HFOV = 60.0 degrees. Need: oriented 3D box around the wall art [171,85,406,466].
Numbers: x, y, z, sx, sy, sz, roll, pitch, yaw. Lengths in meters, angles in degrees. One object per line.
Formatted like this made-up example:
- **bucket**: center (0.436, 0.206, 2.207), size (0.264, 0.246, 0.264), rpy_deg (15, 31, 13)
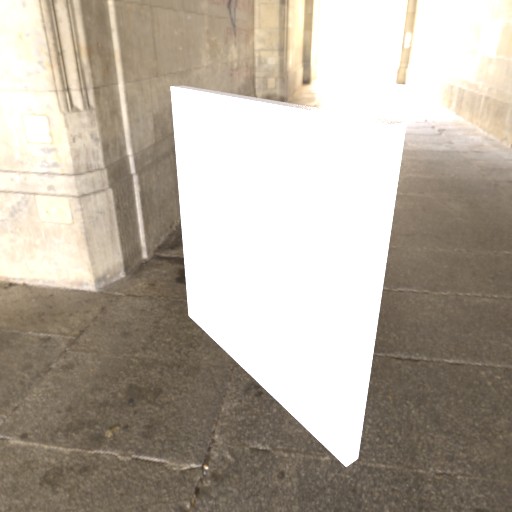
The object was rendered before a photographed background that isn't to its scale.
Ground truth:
- **wall art**: center (0.000, 0.000, 0.833), size (0.028, 0.559, 0.559), rpy_deg (-18, 31, -32)
